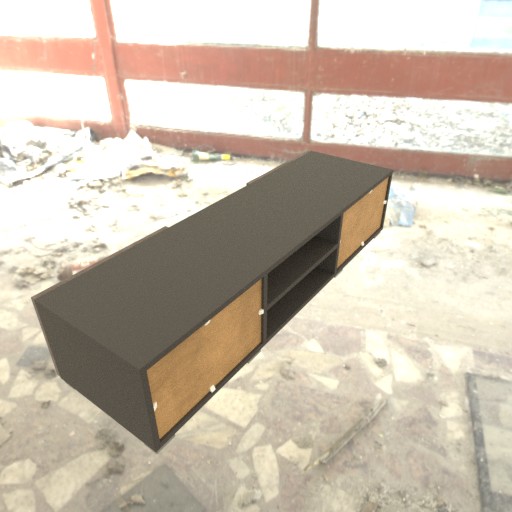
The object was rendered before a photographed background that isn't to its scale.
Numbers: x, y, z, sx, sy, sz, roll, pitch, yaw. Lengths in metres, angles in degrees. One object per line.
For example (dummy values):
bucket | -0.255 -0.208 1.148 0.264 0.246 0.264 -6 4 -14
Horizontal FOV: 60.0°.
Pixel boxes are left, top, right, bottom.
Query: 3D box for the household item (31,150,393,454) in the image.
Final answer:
household item | 0.000 0.000 1.599 0.420 0.310 1.400 22 38 30
